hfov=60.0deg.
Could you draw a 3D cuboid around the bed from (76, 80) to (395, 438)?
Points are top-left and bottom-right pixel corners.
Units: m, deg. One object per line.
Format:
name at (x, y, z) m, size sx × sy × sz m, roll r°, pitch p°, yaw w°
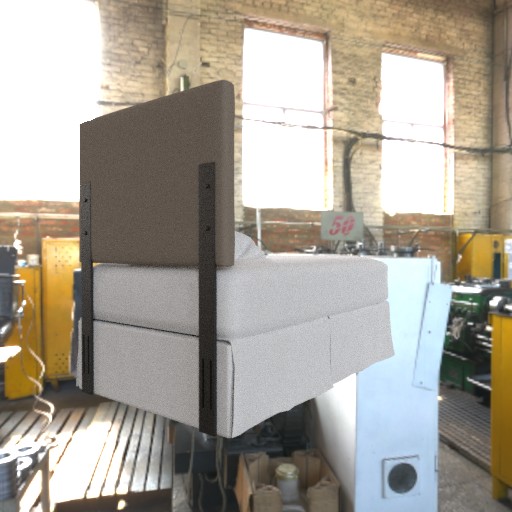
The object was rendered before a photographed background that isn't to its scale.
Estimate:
bed at (0.000, 0.000, 3.040) m, size 1.261 × 1.571 × 1.997 m, roll 1°, pitch 1°, yaw 37°
